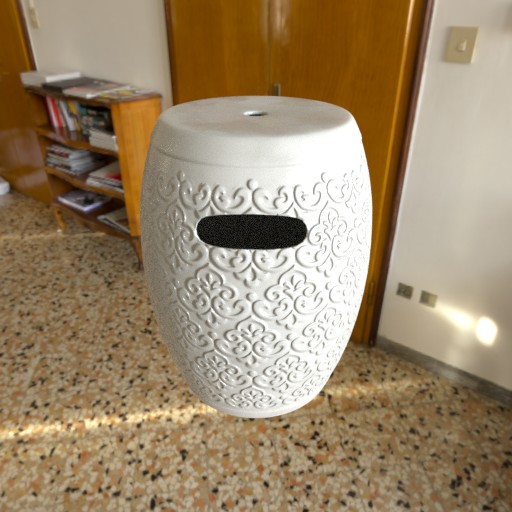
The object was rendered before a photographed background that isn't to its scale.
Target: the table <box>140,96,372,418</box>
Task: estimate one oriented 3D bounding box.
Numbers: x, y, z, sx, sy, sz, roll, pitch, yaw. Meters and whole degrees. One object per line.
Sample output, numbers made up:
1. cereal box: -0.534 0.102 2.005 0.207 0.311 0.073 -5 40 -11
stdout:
1. table: 0.000 0.000 0.627 0.309 0.397 0.309 0 30 0
